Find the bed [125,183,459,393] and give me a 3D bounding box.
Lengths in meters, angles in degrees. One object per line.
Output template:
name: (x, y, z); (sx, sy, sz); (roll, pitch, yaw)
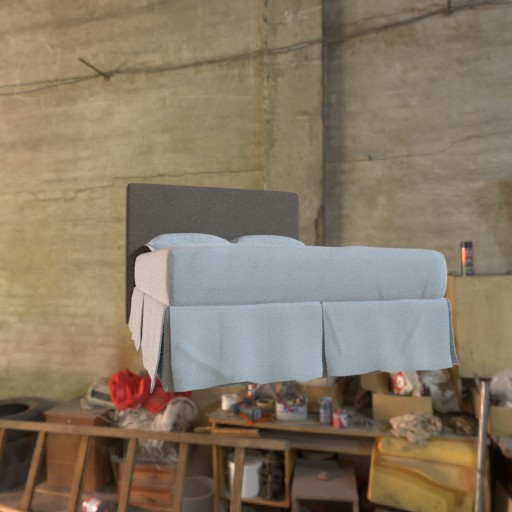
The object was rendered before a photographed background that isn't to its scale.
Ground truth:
bed: (0.000, 0.000, 3.212); (1.723, 1.330, 2.142); (0, -1, -19)
